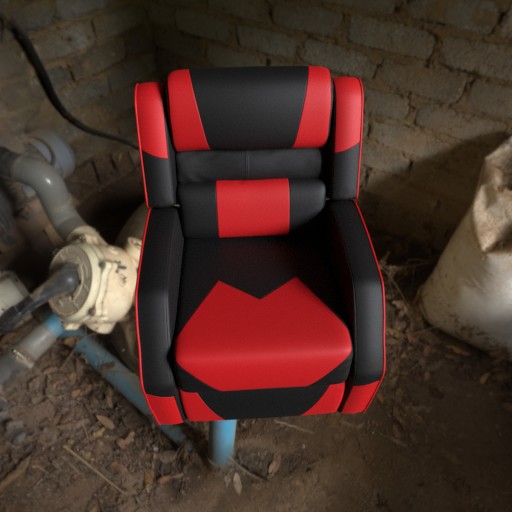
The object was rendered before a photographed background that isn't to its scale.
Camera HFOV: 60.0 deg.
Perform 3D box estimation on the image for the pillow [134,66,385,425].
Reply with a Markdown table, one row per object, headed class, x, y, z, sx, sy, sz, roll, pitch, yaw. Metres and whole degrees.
| class | x | y | z | sx | sy | sz | roll | pitch | yaw |
| --- | --- | --- | --- | --- | --- | --- | --- | --- | --- |
| pillow | 0.000 | 0.000 | 1.247 | 0.620 | 0.805 | 0.672 | -3 | 46 | -2 |
